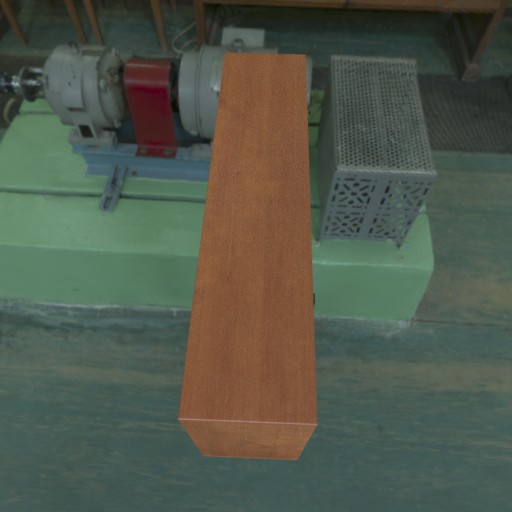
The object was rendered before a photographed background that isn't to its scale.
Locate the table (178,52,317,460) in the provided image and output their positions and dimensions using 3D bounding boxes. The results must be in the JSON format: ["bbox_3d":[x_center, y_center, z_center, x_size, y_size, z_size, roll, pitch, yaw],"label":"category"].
[{"bbox_3d":[0.000,0.000,1.507,0.308,0.698,1.220,2,58,1],"label":"table"}]
